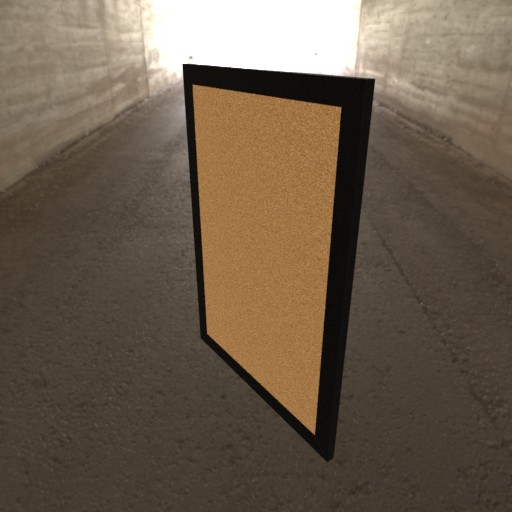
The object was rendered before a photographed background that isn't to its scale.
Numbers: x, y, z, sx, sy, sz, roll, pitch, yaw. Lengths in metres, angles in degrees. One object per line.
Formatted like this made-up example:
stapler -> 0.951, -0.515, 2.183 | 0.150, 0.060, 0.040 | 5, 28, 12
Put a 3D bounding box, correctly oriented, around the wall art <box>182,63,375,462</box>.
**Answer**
wall art -> 0.000, 0.000, 0.590 | 0.011, 0.459, 0.326 | -18, 31, -32
